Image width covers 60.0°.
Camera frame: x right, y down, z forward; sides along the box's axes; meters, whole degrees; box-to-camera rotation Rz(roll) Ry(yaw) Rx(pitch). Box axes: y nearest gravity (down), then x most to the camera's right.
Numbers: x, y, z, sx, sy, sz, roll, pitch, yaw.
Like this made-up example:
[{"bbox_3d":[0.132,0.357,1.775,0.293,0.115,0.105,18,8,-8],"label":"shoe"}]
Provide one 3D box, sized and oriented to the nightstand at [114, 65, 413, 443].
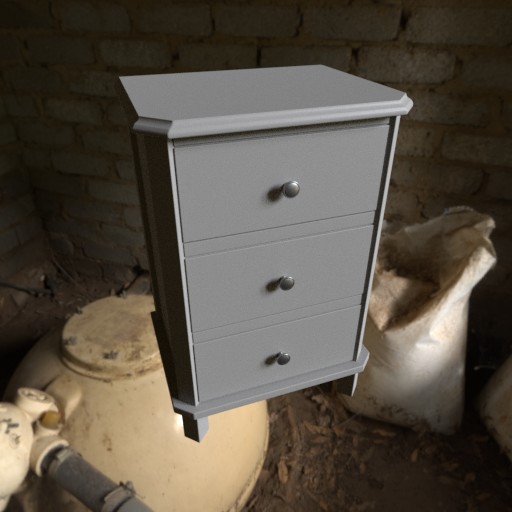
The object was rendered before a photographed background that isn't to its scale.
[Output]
[{"bbox_3d":[0.000,0.000,0.937,0.450,0.680,0.350,-11,33,-17],"label":"nightstand"}]
